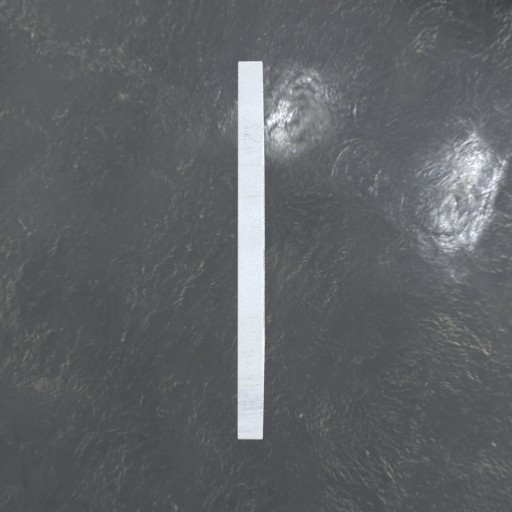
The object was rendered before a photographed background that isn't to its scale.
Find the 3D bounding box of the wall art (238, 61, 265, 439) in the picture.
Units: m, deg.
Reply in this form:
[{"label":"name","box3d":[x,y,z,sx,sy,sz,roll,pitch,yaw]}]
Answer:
[{"label":"wall art","box3d":[0.000,0.000,1.187,0.043,0.914,0.624,0,88,1]}]
